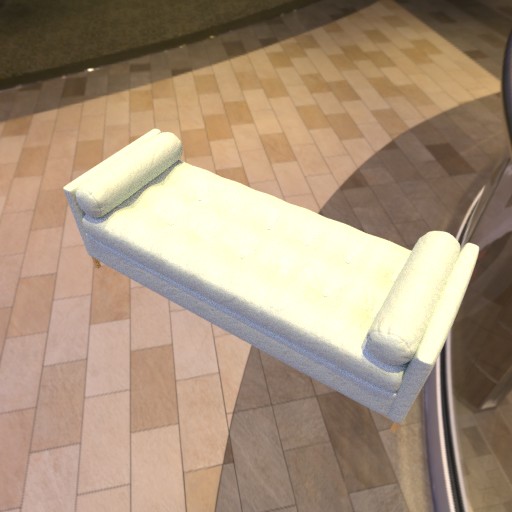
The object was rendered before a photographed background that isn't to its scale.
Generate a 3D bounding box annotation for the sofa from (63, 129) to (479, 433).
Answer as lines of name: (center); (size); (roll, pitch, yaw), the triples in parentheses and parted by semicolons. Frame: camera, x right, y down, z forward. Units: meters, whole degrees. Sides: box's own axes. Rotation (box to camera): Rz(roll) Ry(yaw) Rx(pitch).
sofa: (0.000, 0.000, 2.505); (2.102, 0.705, 0.796); (24, 50, 22)
